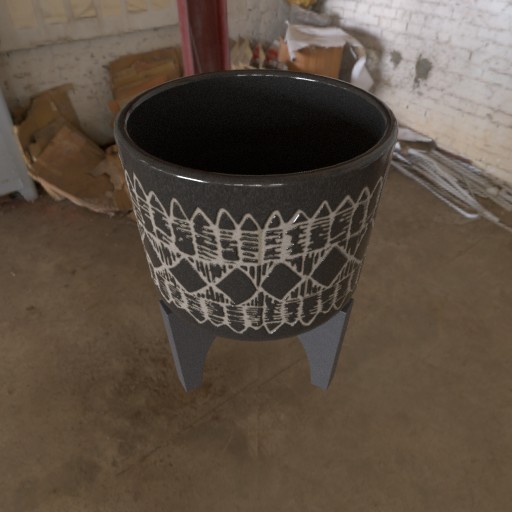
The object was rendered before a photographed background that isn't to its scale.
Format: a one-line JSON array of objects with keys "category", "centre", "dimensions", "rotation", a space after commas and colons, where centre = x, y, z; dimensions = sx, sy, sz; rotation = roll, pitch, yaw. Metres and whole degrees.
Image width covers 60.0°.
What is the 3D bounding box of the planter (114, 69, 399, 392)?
[{"category": "planter", "centre": [0.000, 0.000, 0.395], "dimensions": [0.196, 0.264, 0.196], "rotation": [-1, 40, -1]}]
